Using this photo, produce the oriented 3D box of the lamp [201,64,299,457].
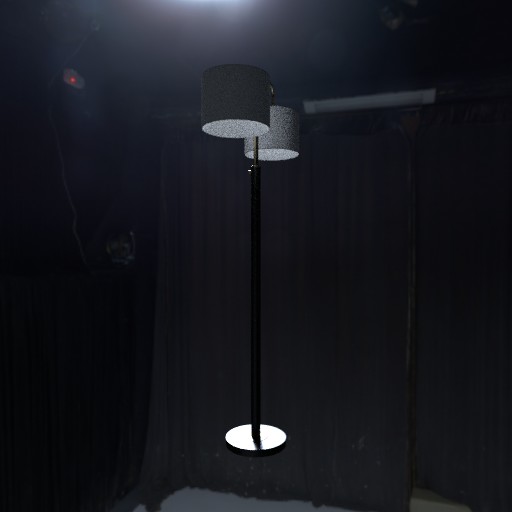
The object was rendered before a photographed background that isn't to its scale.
[{"bbox_3d":[0.000,0.000,1.866,0.254,1.587,0.711,0,1,19],"label":"lamp"}]
